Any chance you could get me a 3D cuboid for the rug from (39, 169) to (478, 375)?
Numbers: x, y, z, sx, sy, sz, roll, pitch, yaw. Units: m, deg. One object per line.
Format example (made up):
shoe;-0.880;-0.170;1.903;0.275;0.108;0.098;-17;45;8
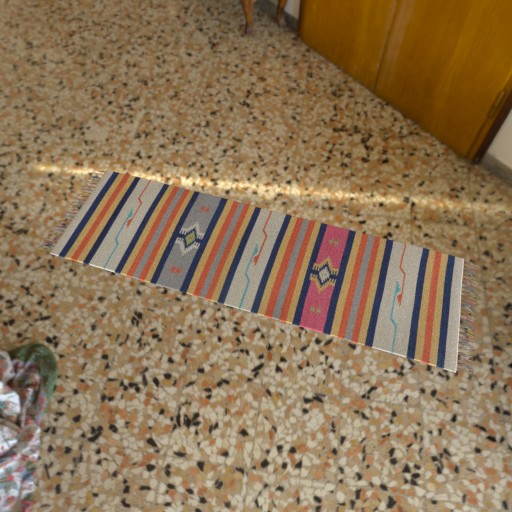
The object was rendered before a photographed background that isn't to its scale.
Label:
rug;0.000;0.000;2.557;2.455;0.017;0.695;15;58;10
